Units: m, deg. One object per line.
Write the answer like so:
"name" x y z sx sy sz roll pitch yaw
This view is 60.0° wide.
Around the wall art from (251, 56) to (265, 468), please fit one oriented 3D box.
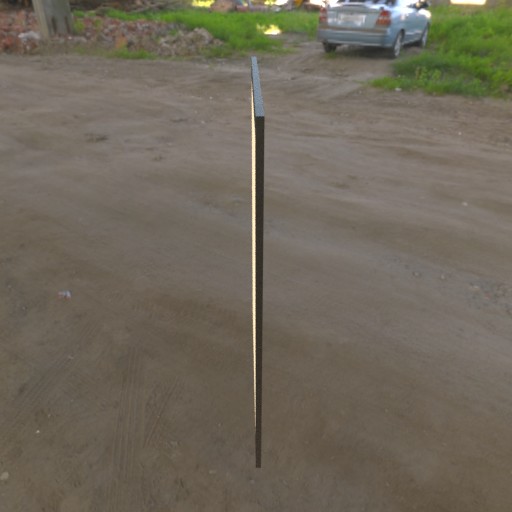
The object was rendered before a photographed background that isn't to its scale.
"wall art" 0.000 0.000 0.701 0.008 0.530 0.379 -1 32 -1
